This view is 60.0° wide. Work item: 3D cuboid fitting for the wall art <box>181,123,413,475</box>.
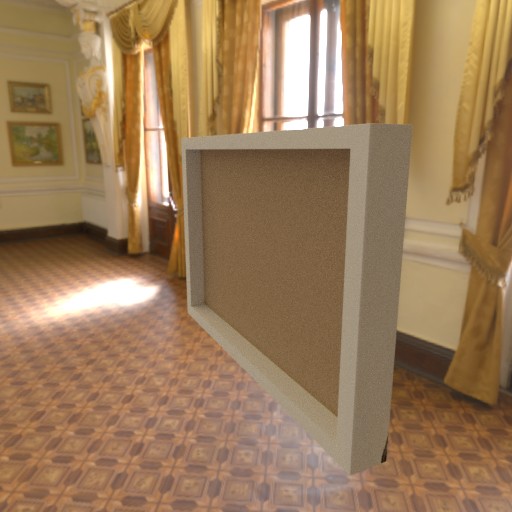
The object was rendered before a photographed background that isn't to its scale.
[{"bbox_3d":[0.000,0.000,0.478,0.039,0.254,0.384,-7,15,-26],"label":"wall art"}]
